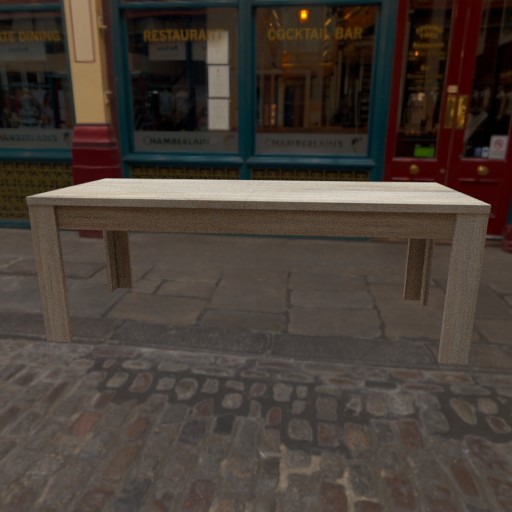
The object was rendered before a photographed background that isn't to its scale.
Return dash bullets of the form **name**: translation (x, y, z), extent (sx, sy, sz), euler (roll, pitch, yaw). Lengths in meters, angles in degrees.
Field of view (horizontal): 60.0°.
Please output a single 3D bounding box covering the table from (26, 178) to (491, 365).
- **table**: translation (0.000, 0.000, 2.620), extent (2.200, 0.790, 0.900), euler (2, 16, 7)
